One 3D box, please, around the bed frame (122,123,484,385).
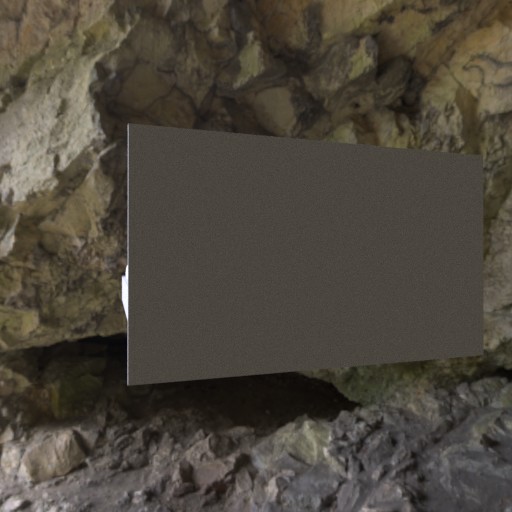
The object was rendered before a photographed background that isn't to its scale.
[{"bbox_3d":[0.000,0.000,2.953,1.711,1.001,2.100,0,0,-18],"label":"bed frame"}]
